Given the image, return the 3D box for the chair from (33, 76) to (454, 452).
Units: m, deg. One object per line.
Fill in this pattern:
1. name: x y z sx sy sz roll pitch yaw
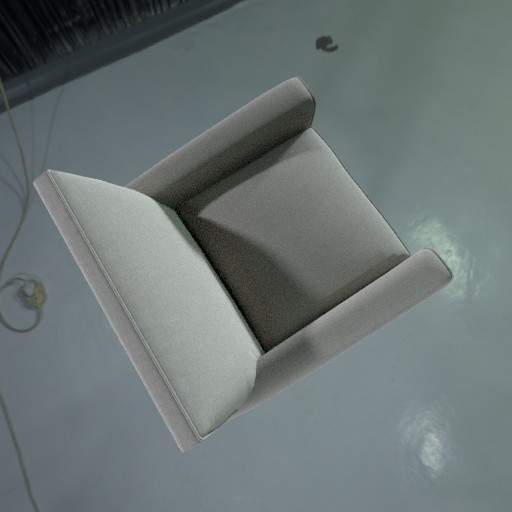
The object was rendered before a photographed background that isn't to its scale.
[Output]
1. chair: 0.000 0.000 1.497 0.871 0.846 0.840 -32 77 -8
